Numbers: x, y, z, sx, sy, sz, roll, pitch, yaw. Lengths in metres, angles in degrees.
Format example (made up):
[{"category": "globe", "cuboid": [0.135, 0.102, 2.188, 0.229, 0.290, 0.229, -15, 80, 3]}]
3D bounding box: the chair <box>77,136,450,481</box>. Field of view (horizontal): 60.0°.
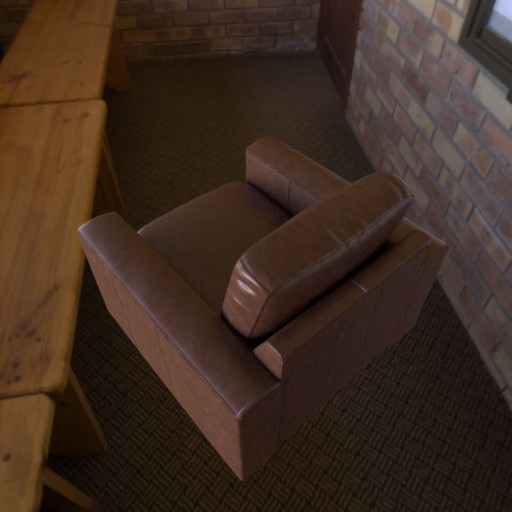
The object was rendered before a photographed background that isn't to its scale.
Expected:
[{"category": "chair", "cuboid": [0.000, 0.000, 1.734, 1.005, 0.873, 1.016, -32, 55, -26]}]
